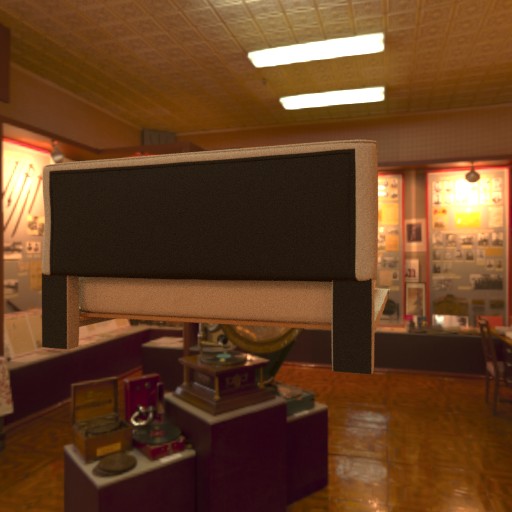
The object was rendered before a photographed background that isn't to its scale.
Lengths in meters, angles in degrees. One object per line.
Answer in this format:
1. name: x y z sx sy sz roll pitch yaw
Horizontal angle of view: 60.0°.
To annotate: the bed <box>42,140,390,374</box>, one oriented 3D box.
1. bed: 0.000 0.000 3.510 1.980 1.126 2.498 0 0 18
